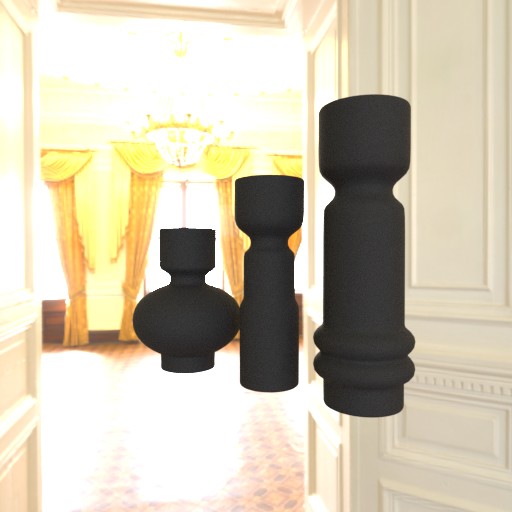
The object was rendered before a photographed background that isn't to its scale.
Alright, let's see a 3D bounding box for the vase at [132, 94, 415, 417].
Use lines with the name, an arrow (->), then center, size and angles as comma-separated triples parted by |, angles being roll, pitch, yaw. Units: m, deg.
vase -> 0.000, 0.000, 0.439 | 0.307, 0.249, 0.120 | 1, 1, 36
